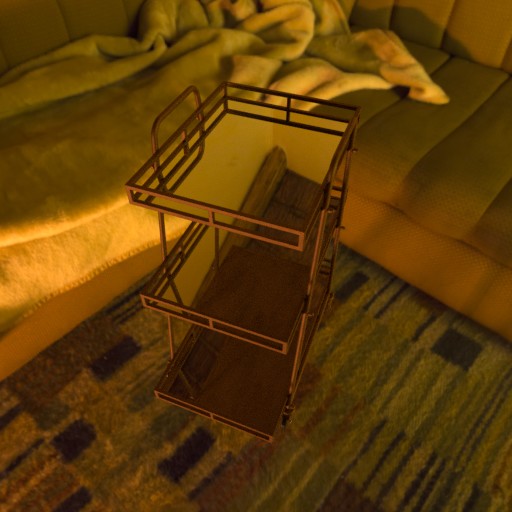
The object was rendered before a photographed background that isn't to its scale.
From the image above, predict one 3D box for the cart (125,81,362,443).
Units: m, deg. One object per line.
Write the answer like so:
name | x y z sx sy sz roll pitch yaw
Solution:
cart | 0.000 0.000 1.282 0.441 0.883 0.711 16 49 14
